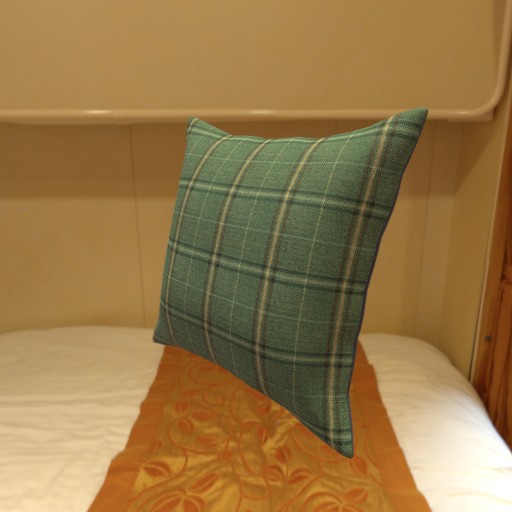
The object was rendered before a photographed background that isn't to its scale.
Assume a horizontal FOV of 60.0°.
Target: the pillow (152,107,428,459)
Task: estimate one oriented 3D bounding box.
[{"bbox_3d":[0.000,0.000,0.692,0.453,0.430,0.200,15,22,42],"label":"pillow"}]
